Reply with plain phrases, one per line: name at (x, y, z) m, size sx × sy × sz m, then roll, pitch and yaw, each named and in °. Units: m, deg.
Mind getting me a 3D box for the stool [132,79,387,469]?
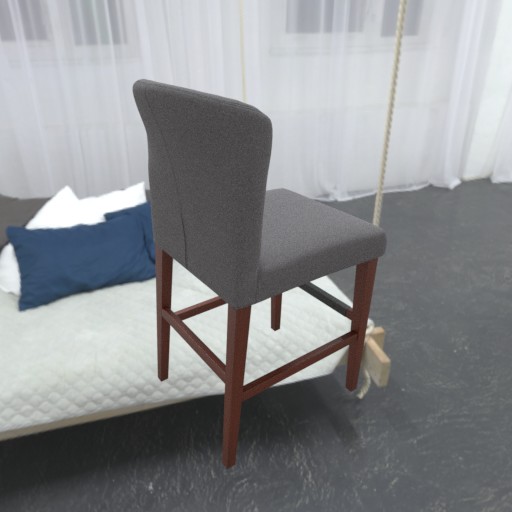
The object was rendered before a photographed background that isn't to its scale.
stool at (0.000, 0.000, 1.274) m, size 0.568 × 0.968 × 0.481 m, roll -18°, pitch 32°, yaw -31°
